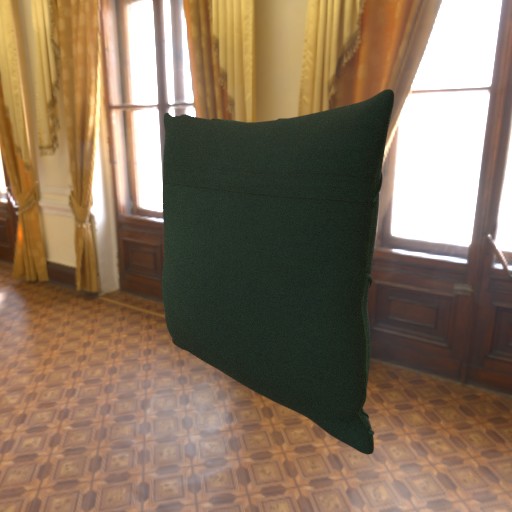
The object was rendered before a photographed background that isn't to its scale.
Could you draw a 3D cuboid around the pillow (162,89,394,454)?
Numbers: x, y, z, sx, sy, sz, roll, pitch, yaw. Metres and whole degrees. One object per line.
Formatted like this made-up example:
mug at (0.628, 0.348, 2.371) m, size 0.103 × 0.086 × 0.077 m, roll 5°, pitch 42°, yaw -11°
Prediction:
pillow at (0.000, 0.000, 0.664) m, size 0.184 × 0.440 × 0.439 m, roll -14°, pitch 20°, yaw -43°
